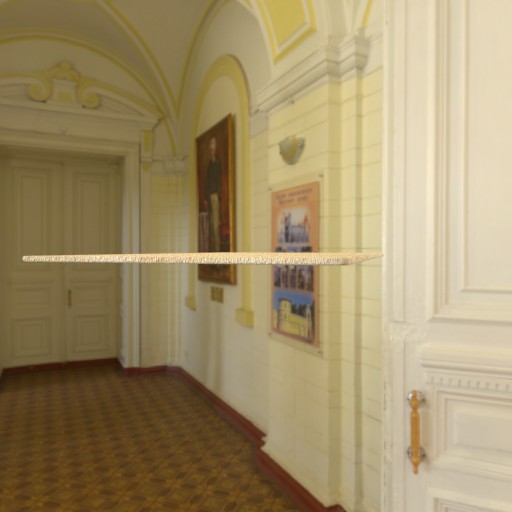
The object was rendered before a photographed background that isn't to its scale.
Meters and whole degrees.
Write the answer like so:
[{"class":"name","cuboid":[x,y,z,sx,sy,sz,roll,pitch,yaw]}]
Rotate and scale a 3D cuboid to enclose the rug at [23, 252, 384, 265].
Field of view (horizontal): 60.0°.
[{"class":"rug","cuboid":[0.000,0.000,2.909,1.500,0.026,2.349,0,1,19]}]
